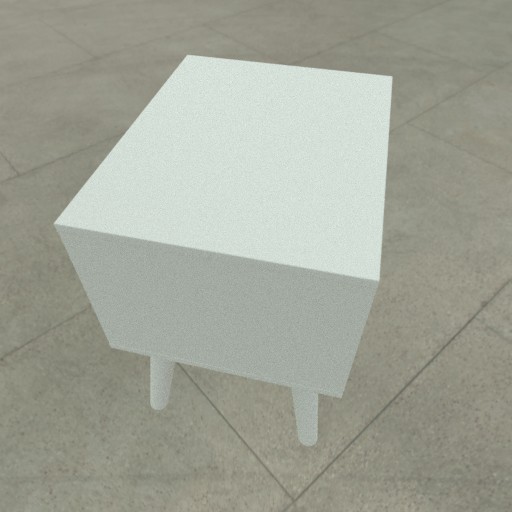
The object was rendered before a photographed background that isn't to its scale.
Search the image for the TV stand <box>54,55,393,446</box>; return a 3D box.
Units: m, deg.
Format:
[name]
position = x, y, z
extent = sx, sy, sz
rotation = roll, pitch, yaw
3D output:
[TV stand]
position = 0.000, 0.000, 0.900
extent = 0.405, 0.559, 0.508
rotation = 10, 48, 9
